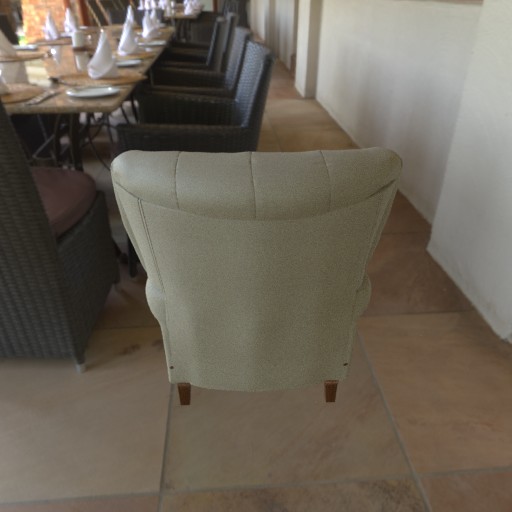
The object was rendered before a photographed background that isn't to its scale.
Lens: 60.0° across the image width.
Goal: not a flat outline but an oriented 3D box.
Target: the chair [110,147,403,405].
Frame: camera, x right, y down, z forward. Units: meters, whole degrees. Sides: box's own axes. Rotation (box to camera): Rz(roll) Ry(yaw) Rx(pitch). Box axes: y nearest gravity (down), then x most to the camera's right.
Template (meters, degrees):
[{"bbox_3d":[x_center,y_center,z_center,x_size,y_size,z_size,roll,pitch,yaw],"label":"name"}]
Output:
[{"bbox_3d":[0.000,0.000,1.917,0.943,1.158,1.059,-1,31,-1],"label":"chair"}]
